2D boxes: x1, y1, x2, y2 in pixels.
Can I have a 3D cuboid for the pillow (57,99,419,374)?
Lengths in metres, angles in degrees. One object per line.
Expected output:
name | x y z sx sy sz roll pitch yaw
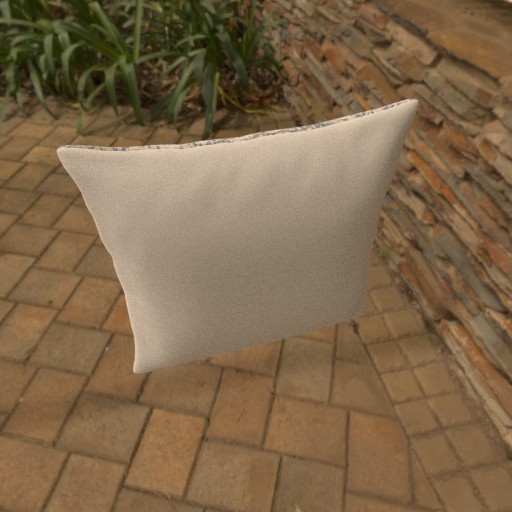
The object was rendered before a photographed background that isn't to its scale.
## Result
pillow | 0.000 0.000 0.782 0.523 0.510 0.166 -12 44 -13
